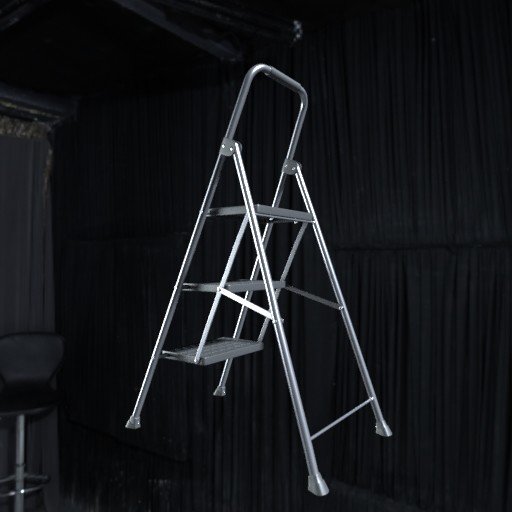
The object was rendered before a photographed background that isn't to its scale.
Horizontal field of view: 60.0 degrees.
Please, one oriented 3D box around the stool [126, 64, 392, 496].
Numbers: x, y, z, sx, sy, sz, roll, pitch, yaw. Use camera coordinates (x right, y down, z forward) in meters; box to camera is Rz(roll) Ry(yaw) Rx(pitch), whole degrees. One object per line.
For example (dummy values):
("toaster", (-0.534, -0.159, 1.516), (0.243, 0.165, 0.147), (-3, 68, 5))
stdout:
("stool", (0.000, 0.000, 1.433), (0.733, 1.121, 0.473), (0, -1, 36))
